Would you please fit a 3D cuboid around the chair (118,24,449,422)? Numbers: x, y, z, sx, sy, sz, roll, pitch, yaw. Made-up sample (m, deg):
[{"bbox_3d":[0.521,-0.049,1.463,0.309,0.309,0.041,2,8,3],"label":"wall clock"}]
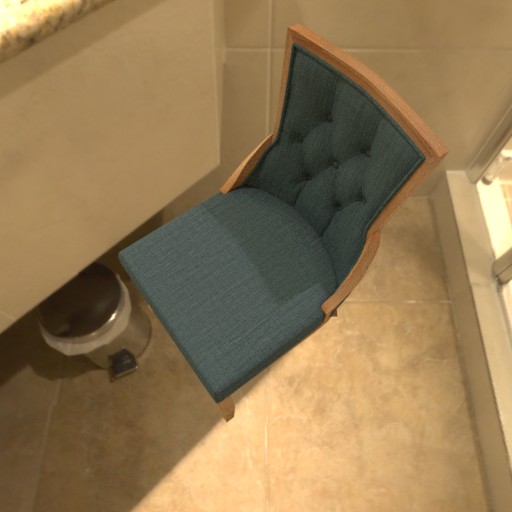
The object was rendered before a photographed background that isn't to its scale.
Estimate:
[{"bbox_3d":[0.000,0.000,1.266,0.641,0.947,0.524,-34,69,-15],"label":"chair"}]
